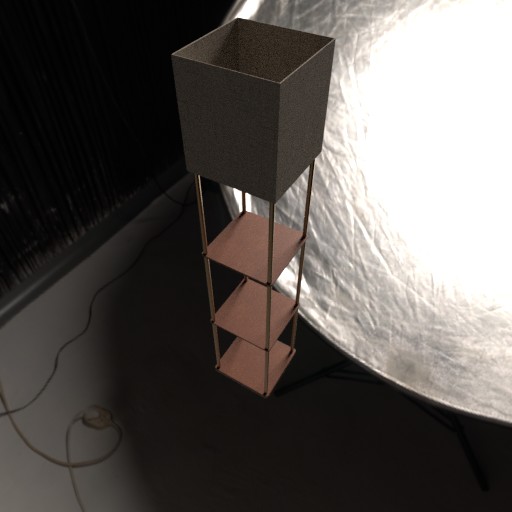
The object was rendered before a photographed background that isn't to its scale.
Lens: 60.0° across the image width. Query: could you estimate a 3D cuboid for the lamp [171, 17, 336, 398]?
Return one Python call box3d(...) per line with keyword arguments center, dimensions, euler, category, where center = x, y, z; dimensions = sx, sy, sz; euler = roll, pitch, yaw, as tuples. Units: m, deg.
box3d(center=(0.000, 0.000, 1.709), dimensions=(0.310, 1.569, 0.308), euler=(24, 51, 21), category="lamp")
